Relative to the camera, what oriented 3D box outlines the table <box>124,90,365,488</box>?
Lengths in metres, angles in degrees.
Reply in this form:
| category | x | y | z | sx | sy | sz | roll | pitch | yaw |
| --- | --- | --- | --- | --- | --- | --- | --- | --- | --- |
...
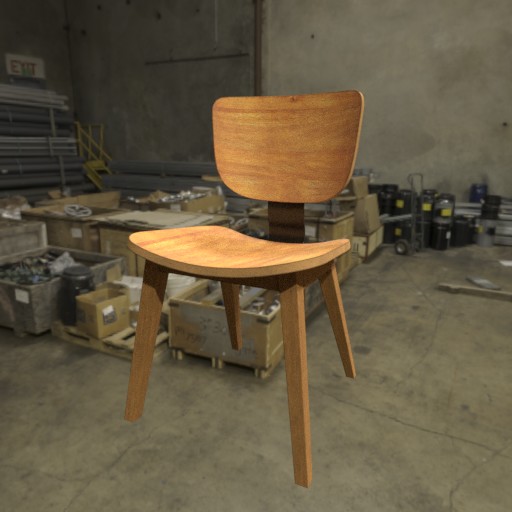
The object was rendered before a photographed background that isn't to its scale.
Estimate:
| category | x | y | z | sx | sy | sz | roll | pitch | yaw |
| --- | --- | --- | --- | --- | --- | --- | --- | --- | --- |
| table | 0.000 | 0.000 | 1.123 | 0.499 | 0.805 | 0.500 | 7 | 16 | 27 |
